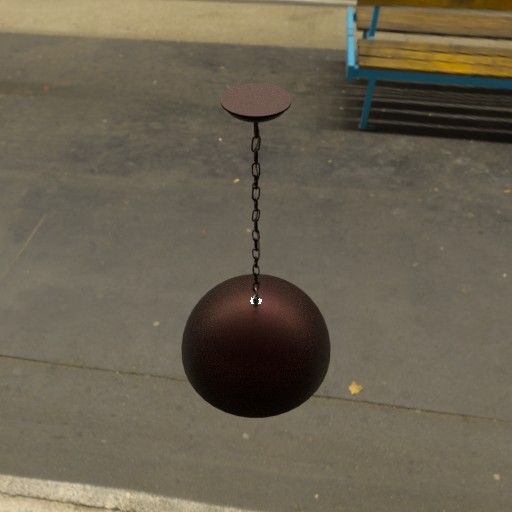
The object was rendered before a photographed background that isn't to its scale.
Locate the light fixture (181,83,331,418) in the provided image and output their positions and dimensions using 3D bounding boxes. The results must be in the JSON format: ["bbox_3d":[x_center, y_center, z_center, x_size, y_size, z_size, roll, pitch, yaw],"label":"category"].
[{"bbox_3d":[0.000,0.000,1.171,0.492,0.869,0.492,-10,46,-10],"label":"light fixture"}]
